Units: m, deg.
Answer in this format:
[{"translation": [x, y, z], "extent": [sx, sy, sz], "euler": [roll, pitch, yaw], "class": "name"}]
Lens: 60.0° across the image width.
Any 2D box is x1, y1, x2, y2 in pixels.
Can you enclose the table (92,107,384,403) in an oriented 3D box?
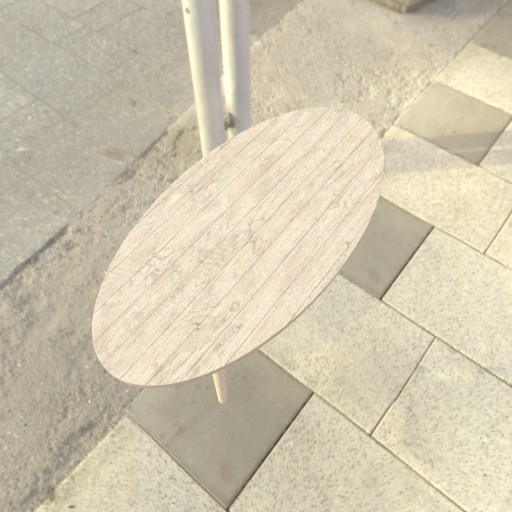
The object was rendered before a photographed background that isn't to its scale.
[{"translation": [0.000, 0.000, 1.385], "extent": [0.542, 0.390, 1.083], "euler": [32, 63, 19], "class": "table"}]
